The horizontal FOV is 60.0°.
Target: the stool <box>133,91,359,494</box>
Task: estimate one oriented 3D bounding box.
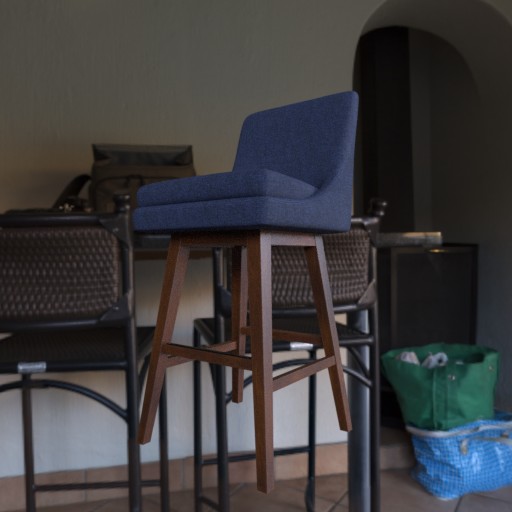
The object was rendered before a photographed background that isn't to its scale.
[{"bbox_3d":[0.000,0.000,1.351,0.489,1.068,0.572,0,0,36],"label":"stool"}]
